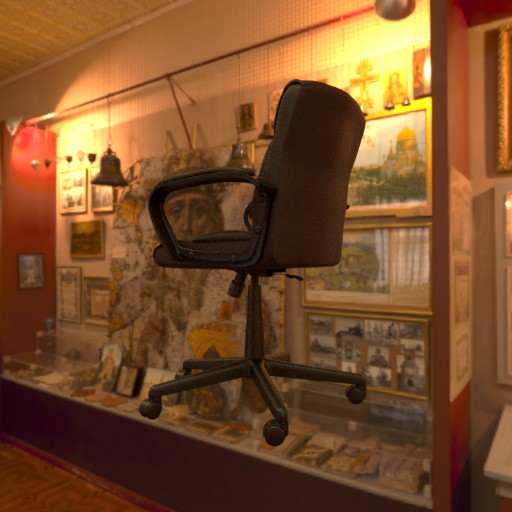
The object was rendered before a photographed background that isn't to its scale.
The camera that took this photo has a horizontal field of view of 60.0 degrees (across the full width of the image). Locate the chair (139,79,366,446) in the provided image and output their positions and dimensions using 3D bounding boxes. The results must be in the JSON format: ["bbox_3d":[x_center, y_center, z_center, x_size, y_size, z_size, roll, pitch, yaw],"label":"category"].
[{"bbox_3d":[0.000,0.000,1.550,0.717,1.004,0.739,0,-1,37],"label":"chair"}]
